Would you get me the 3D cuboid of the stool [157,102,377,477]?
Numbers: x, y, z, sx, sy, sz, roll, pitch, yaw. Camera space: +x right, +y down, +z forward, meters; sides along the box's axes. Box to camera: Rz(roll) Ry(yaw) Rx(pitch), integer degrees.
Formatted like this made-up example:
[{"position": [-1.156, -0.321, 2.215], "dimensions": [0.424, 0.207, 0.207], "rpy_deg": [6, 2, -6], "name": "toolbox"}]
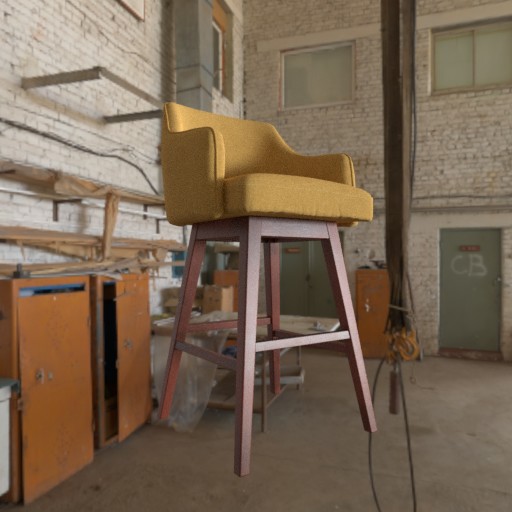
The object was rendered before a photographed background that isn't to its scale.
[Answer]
[{"position": [0.000, 0.000, 1.366], "dimensions": [0.548, 1.012, 0.558], "rpy_deg": [0, -1, -35], "name": "stool"}]
